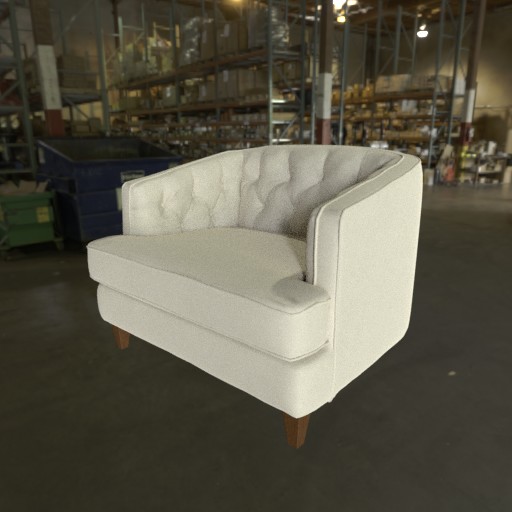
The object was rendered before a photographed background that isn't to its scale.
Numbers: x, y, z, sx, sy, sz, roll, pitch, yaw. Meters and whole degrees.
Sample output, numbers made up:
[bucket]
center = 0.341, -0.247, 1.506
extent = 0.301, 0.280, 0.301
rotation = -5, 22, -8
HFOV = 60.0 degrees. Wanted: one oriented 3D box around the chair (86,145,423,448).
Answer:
[chair]
center = 0.000, 0.000, 1.782
extent = 1.104, 0.852, 0.941
rotation = 13, 20, 40
